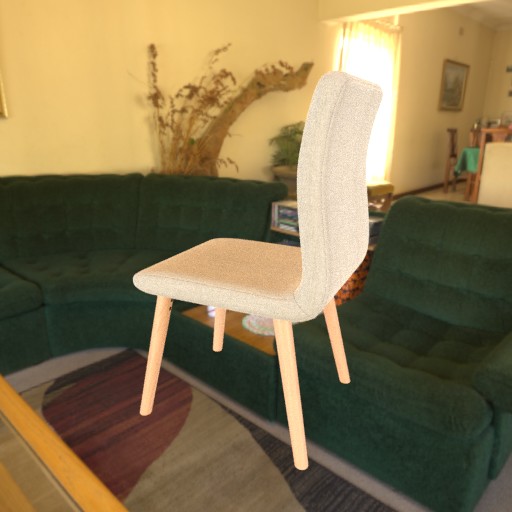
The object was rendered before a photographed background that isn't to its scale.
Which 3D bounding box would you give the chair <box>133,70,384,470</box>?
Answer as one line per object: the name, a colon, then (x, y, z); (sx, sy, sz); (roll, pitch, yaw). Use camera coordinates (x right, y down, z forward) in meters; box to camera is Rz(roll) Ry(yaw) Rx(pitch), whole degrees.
chair: (0.000, 0.000, 1.204); (0.550, 0.885, 0.435); (8, 19, 24)
